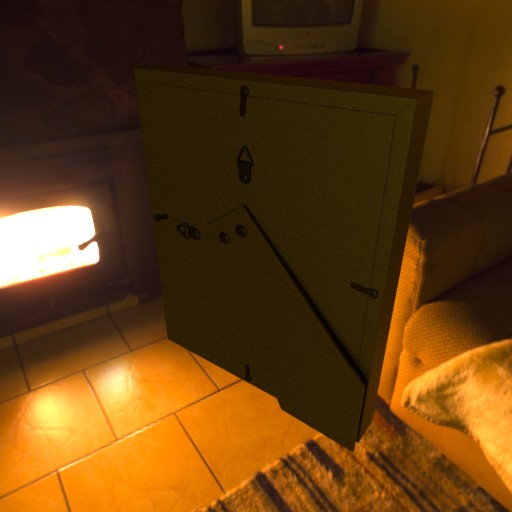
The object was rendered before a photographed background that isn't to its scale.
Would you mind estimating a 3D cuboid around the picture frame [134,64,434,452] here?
[{"bbox_3d":[0.000,0.000,0.378,0.232,0.284,0.042,20,35,31],"label":"picture frame"}]
